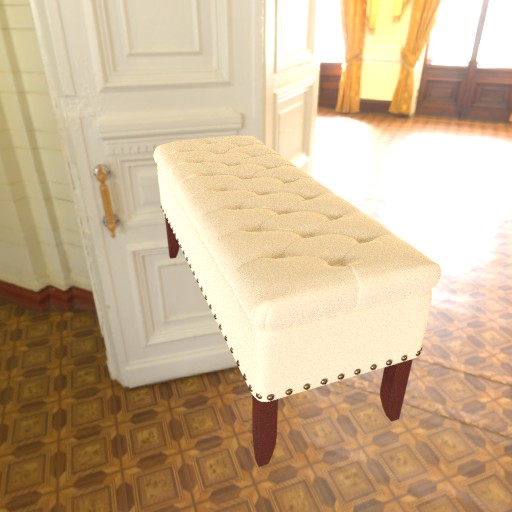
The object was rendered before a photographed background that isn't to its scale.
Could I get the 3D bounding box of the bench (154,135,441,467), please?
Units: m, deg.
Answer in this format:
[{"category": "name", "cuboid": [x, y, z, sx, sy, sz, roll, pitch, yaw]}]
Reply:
[{"category": "bench", "cuboid": [0.000, 0.000, 1.323, 0.400, 0.470, 1.054, -11, 31, -18]}]
